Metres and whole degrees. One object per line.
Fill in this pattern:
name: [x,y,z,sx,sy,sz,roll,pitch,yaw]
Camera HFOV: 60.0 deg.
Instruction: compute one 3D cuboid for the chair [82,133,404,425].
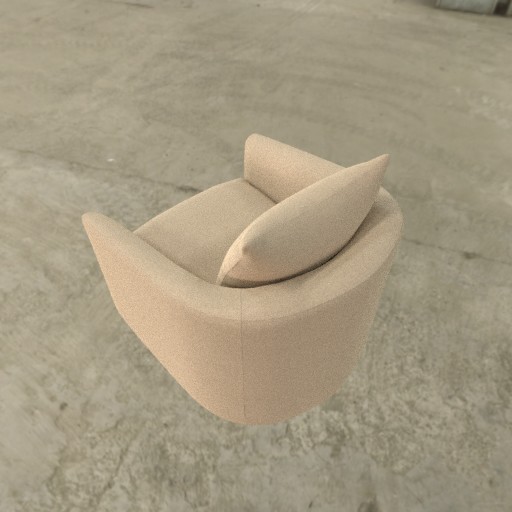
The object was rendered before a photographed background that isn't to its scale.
chair: [0.000,0.000,1.594,0.845,0.848,0.910,-33,54,-28]
